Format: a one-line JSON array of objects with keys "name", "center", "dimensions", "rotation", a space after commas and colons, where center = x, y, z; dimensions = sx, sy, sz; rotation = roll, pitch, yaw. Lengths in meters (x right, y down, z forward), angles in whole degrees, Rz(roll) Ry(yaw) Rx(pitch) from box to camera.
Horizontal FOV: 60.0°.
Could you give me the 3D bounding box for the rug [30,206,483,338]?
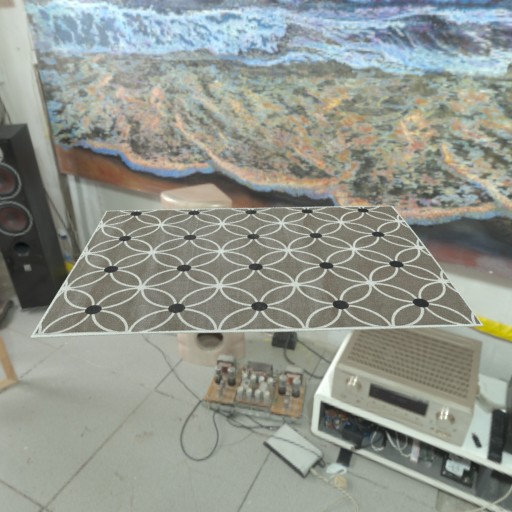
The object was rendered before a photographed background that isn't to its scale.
[{"name": "rug", "center": [0.000, 0.000, 2.873], "dimensions": [2.284, 0.008, 1.522], "rotation": [-1, 30, -2]}]
